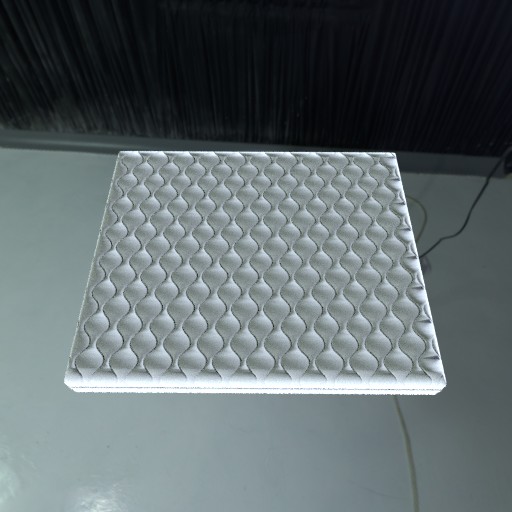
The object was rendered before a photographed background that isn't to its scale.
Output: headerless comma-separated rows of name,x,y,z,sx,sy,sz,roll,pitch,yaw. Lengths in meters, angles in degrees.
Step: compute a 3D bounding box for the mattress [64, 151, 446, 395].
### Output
mattress,0.000,0.000,2.669,1.900,0.200,1.600,0,58,0
